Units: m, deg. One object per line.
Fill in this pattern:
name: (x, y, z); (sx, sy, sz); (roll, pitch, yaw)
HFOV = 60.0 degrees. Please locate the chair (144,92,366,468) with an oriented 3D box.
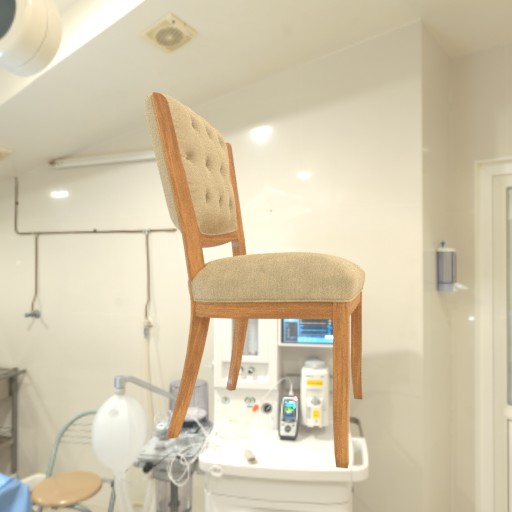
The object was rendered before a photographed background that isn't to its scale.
chair: (0.000, 0.000, 1.268); (0.584, 0.905, 0.513); (0, -1, 17)
